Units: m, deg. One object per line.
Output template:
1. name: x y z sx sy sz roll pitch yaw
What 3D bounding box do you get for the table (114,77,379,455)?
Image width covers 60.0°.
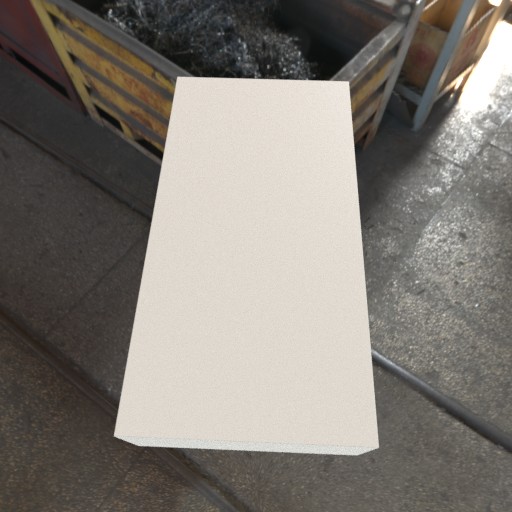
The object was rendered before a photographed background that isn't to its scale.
1. table: 0.000 0.000 1.485 0.609 0.432 1.194 2 62 1
